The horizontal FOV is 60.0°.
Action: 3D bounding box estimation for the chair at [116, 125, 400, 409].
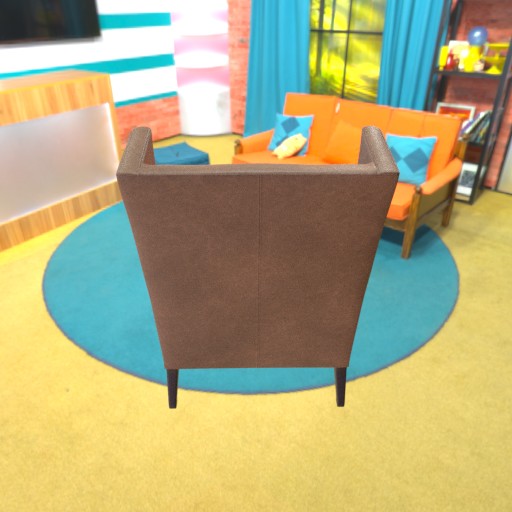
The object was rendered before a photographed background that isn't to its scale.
[{"bbox_3d":[0.000,0.000,1.734,0.815,1.088,0.913,0,30,-1],"label":"chair"}]
